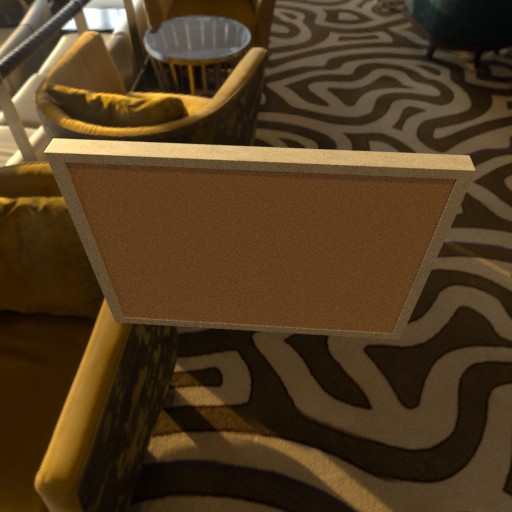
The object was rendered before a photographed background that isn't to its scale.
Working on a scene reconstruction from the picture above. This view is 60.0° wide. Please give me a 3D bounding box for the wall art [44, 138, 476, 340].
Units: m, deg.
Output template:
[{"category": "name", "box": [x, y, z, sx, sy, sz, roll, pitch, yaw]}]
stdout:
[{"category": "wall art", "box": [0.000, 0.000, 0.696, 0.532, 0.380, 0.032, 3, 48, 3]}]
